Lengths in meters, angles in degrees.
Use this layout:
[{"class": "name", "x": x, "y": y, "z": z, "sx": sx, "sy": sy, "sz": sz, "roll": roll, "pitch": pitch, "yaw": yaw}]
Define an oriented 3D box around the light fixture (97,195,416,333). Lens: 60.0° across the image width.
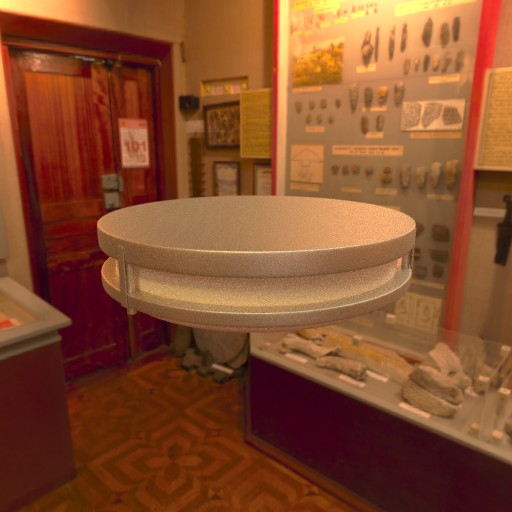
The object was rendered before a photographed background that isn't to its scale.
[{"class": "light fixture", "x": 0.000, "y": 0.000, "z": 0.533, "sx": 0.356, "sy": 0.102, "sz": 0.356, "roll": 0, "pitch": 15, "yaw": 0}]
